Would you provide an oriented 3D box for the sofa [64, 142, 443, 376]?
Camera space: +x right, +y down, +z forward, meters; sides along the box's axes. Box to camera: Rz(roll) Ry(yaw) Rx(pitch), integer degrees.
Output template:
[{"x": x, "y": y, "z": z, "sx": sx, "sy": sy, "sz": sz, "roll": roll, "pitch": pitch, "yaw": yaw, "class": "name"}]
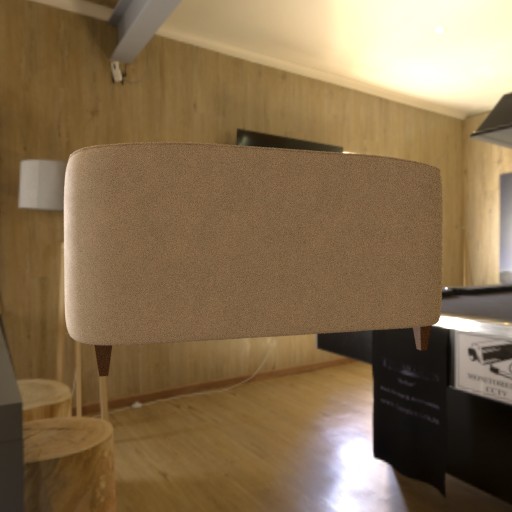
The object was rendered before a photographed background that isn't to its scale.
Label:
[{"x": 0.000, "y": 0.000, "z": 2.207, "sx": 1.731, "sy": 0.878, "sz": 0.940, "roll": 0, "pitch": 1, "yaw": -17, "class": "sofa"}]
